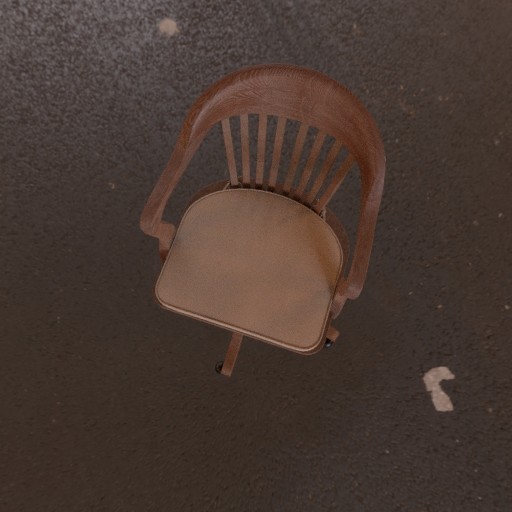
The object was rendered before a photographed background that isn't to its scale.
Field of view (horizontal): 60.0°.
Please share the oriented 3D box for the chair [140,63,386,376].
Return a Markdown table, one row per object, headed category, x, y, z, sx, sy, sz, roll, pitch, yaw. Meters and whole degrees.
| category | x | y | z | sx | sy | sz | roll | pitch | yaw |
| --- | --- | --- | --- | --- | --- | --- | --- | --- | --- |
| chair | 0.000 | 0.000 | 1.439 | 0.750 | 0.878 | 0.788 | 17 | 75 | 5 |
